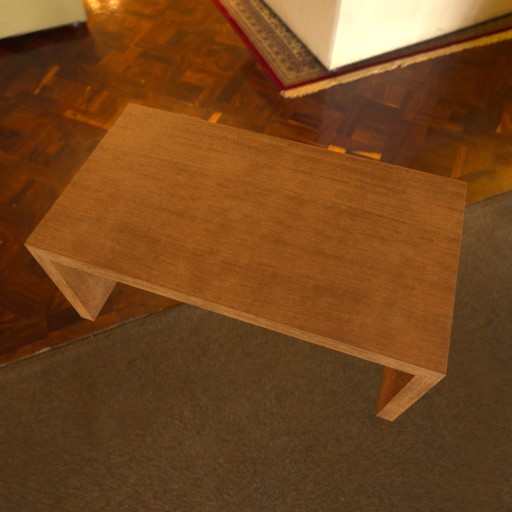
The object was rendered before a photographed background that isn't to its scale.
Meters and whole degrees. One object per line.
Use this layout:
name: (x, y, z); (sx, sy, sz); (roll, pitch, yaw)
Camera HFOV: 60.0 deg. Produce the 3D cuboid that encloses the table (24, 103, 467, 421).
table: (0.000, 0.000, 1.300); (1.000, 0.419, 0.549); (16, 59, 10)
